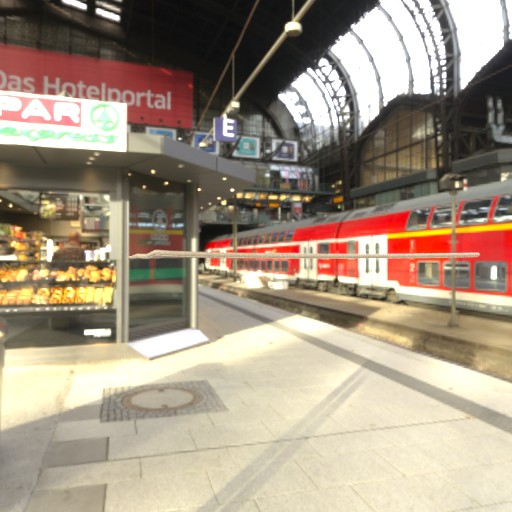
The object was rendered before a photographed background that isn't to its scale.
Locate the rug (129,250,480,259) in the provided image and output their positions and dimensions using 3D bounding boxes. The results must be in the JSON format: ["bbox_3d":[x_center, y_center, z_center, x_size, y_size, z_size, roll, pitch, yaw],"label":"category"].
[{"bbox_3d":[0.000,0.000,2.395,1.252,0.034,1.829,0,0,-18],"label":"rug"}]
